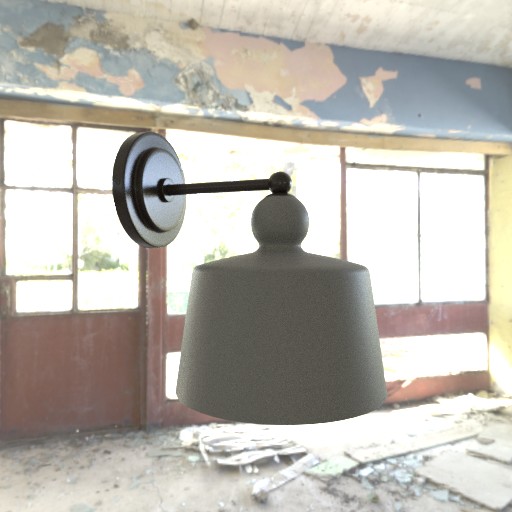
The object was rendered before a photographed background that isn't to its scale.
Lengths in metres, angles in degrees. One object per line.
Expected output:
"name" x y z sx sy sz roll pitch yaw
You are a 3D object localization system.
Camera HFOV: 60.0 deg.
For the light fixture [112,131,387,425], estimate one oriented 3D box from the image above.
"light fixture" 0.000 0.000 0.447 0.254 0.268 0.204 0 0 20
